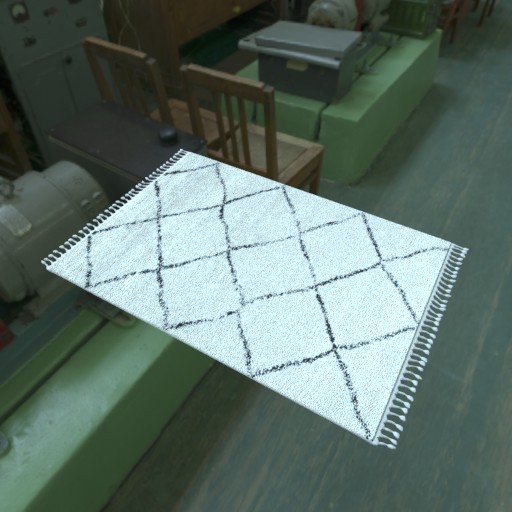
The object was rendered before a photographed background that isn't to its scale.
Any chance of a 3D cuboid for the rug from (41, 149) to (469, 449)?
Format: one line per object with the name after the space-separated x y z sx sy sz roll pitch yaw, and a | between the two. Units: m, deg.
0.000 0.000 2.807 2.307 0.031 1.494 23 50 20 | rug
